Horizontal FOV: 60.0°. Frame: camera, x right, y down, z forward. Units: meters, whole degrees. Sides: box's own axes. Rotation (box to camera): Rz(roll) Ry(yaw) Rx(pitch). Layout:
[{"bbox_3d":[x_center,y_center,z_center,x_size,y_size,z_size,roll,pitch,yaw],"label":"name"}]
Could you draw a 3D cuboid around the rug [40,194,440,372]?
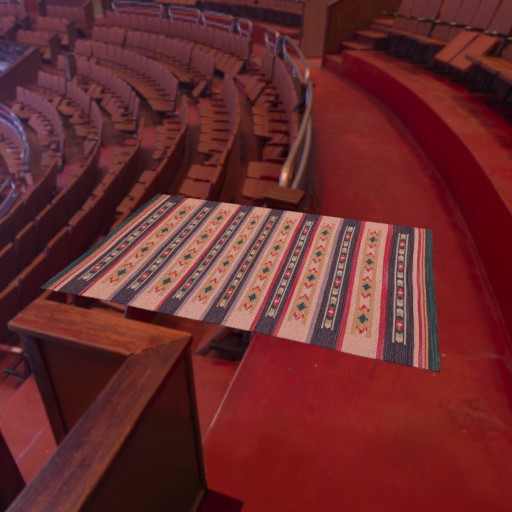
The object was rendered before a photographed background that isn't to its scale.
[{"bbox_3d":[0.000,0.000,3.019,2.311,0.010,1.522,9,32,15],"label":"rug"}]
